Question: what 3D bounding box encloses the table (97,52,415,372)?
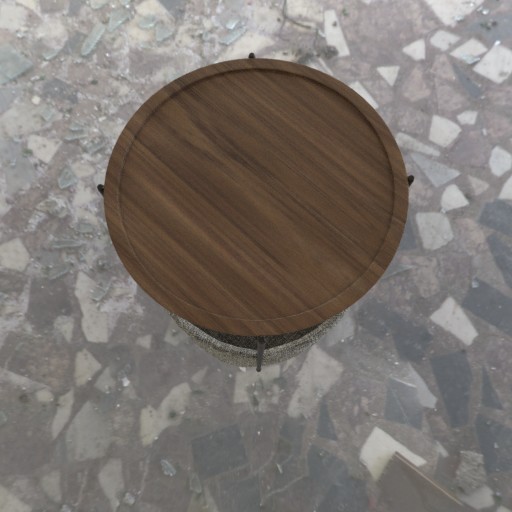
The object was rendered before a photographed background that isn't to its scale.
[{"bbox_3d":[0.000,0.000,0.859,0.400,0.623,0.400,42,77,12],"label":"table"}]
